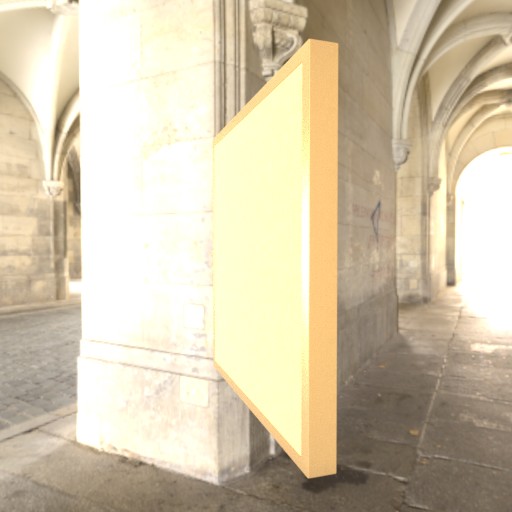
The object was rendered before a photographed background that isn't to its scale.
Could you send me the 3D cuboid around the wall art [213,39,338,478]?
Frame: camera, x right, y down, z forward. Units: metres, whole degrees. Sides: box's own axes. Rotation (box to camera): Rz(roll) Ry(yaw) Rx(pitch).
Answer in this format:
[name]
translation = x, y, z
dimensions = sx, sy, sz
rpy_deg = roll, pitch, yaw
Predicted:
[wall art]
translation = 0.000, 0.000, 0.455
dimensions = 0.023, 0.305, 0.305
rpy_deg = 0, 1, -18
